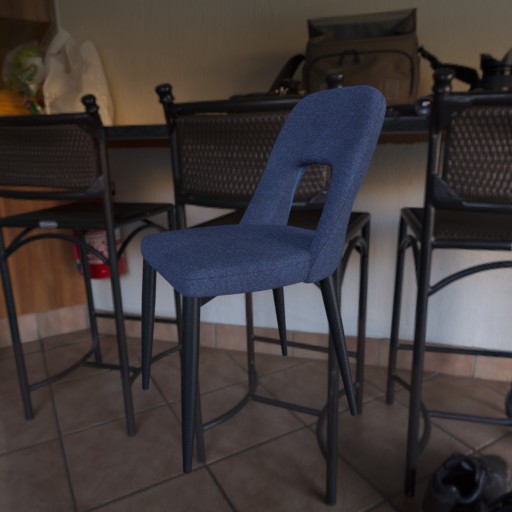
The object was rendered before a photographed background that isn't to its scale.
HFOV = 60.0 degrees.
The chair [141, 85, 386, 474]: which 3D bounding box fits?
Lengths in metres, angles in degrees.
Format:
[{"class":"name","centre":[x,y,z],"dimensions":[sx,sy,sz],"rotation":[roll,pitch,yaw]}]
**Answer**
[{"class":"chair","centre":[0.000,0.000,1.270],"dimensions":[0.612,0.931,0.470],"rotation":[-8,17,-26]}]
